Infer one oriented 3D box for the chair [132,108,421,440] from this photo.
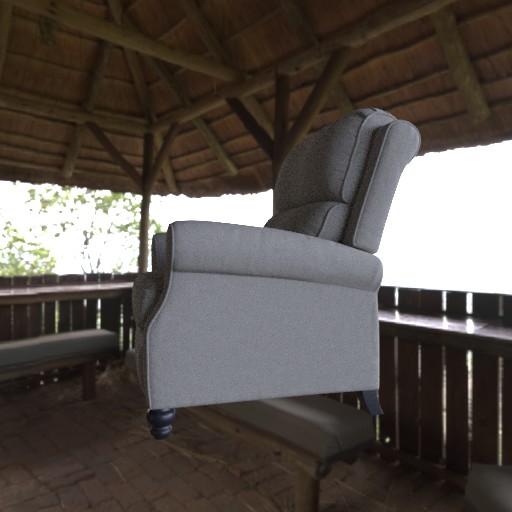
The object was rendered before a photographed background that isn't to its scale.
[{"bbox_3d":[0.000,0.000,1.715,0.919,1.046,0.859,0,0,-17],"label":"chair"}]
